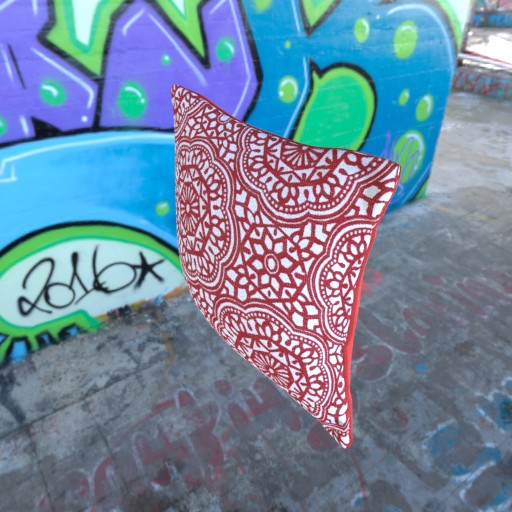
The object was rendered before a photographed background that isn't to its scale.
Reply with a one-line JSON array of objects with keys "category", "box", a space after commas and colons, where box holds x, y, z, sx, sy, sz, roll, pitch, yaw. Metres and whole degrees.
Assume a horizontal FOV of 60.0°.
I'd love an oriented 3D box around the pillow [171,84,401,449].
[{"category": "pillow", "box": [0.000, 0.000, 0.655, 0.162, 0.419, 0.438, -22, 38, -30]}]
